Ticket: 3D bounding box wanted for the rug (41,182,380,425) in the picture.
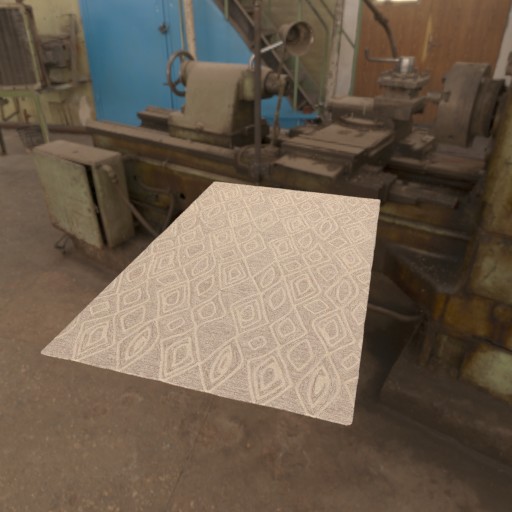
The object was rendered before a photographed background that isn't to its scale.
[{"bbox_3d":[0.000,0.000,3.030,1.546,0.010,2.442,8,32,14],"label":"rug"}]
